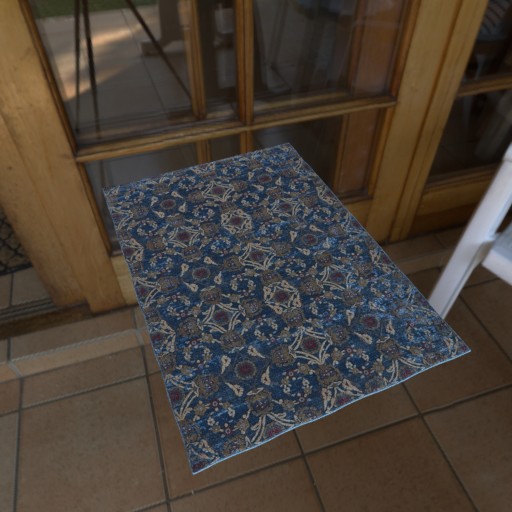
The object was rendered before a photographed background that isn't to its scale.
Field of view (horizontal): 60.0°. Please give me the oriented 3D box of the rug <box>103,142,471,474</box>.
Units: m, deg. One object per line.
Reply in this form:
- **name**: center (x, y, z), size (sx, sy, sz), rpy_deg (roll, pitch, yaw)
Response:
- **rug**: center (0.000, 0.000, 2.864), size (1.567, 0.014, 2.207), rpy_deg (-18, 49, -16)
